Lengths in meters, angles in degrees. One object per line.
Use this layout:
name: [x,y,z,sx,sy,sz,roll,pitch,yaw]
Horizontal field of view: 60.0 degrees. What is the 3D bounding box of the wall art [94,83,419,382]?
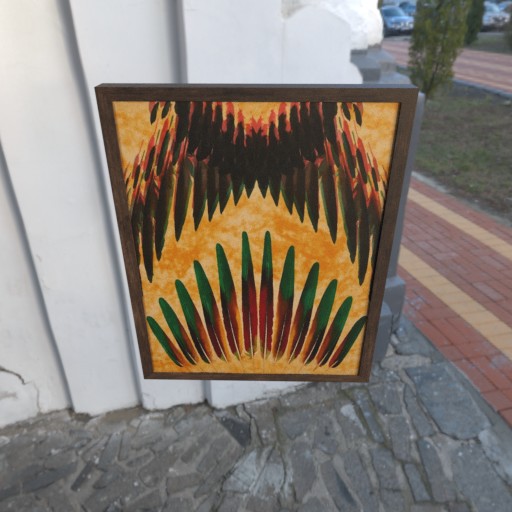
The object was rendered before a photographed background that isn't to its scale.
wall art: [0.000,0.000,0.559,0.329,0.406,0.027,1,30,1]
